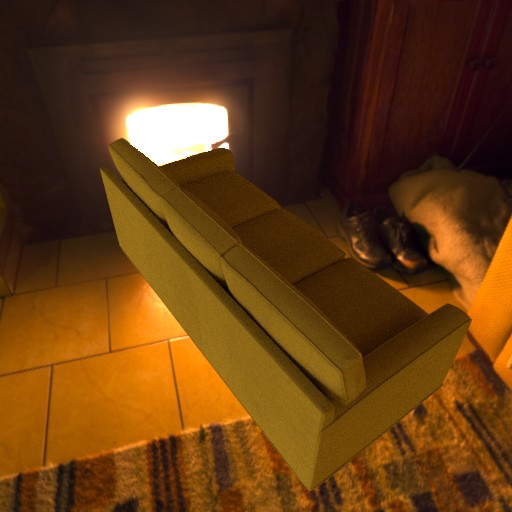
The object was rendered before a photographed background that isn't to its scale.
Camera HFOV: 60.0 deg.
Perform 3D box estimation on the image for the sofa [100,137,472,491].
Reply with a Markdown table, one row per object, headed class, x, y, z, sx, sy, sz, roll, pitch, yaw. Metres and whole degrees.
| class | x | y | z | sx | sy | sz | roll | pitch | yaw |
| --- | --- | --- | --- | --- | --- | --- | --- | --- | --- |
| sofa | 0.000 | 0.000 | 2.504 | 0.936 | 0.862 | 2.093 | -25 | 46 | -26 |
